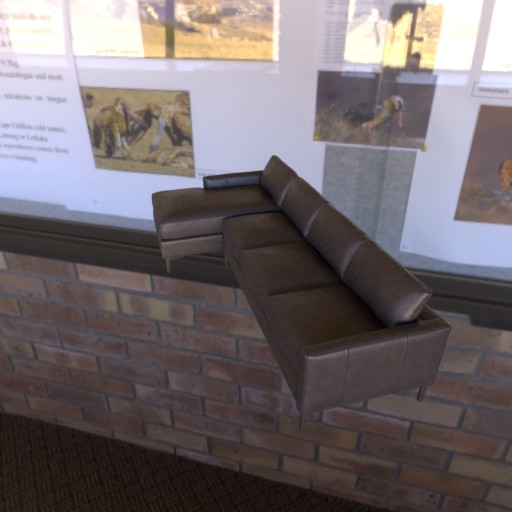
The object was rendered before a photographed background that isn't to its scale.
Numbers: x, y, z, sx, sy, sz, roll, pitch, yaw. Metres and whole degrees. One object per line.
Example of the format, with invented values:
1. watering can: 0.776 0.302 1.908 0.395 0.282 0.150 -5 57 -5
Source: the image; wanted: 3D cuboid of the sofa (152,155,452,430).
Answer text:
1. sofa: 0.000 0.000 3.700 1.471 0.859 2.993 -8 30 -14
